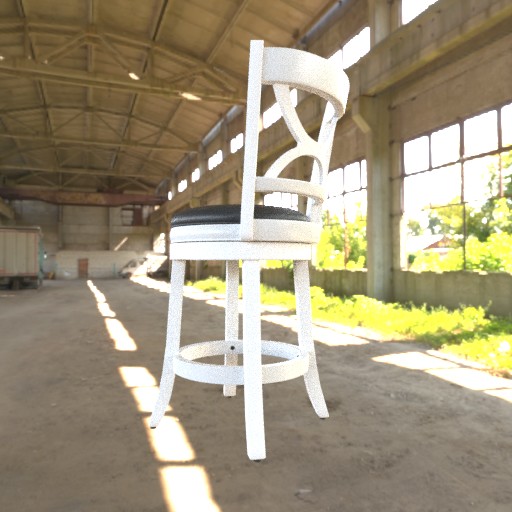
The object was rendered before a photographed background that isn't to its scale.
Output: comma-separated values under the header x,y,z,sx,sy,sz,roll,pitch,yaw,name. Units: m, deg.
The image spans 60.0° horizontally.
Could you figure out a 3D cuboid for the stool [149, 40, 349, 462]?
x,y,z,sx,sy,sz,roll,pitch,yaw,name
0.000,0.000,1.240,0.508,0.953,0.444,0,-1,35,stool
